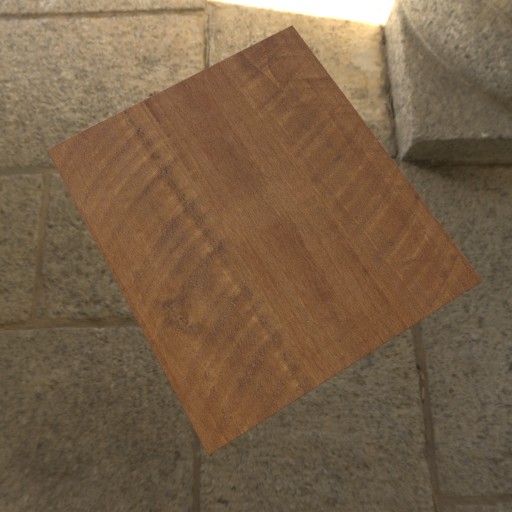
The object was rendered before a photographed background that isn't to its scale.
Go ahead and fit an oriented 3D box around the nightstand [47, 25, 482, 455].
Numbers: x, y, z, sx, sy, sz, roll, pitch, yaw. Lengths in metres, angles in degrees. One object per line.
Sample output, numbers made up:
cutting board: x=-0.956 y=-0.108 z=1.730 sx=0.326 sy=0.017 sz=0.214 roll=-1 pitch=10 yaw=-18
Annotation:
nightstand: x=0.000 y=0.000 z=0.869 sx=0.436 sy=0.491 sz=0.493 roll=-30 pitch=77 yaw=-8
